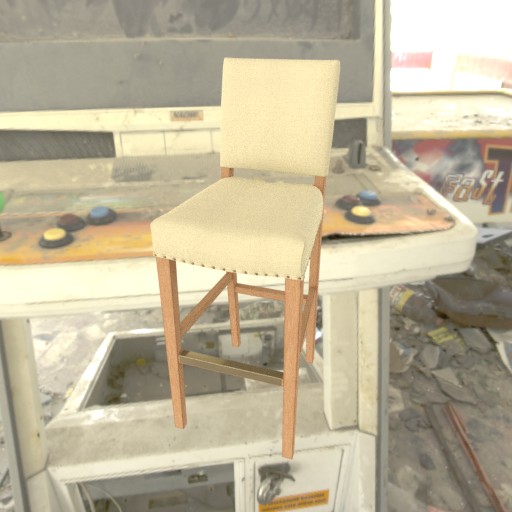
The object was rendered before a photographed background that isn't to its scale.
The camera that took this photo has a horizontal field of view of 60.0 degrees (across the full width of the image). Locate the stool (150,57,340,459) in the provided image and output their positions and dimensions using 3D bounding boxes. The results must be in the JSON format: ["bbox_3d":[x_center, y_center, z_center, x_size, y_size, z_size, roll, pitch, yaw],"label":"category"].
[{"bbox_3d":[0.000,0.000,1.436,0.428,1.143,0.546,9,29,16],"label":"stool"}]
